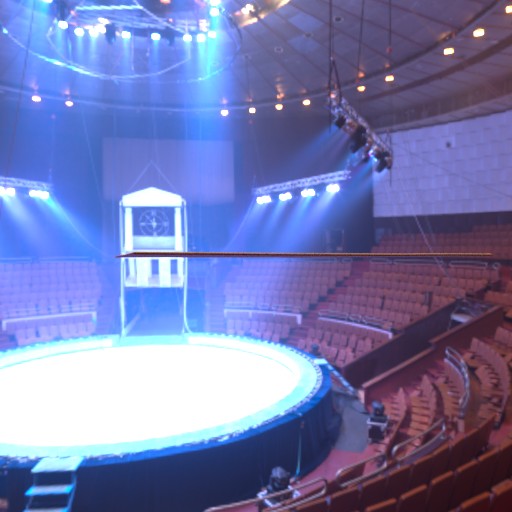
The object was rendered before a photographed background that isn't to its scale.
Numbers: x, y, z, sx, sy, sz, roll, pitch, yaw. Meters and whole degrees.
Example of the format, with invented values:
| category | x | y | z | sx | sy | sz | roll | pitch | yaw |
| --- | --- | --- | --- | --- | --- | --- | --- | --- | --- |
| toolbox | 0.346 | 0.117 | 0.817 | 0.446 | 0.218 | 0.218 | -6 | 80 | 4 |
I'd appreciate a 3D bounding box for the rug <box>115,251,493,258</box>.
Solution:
| category | x | y | z | sx | sy | sz | roll | pitch | yaw |
| --- | --- | --- | --- | --- | --- | --- | --- | --- | --- |
| rug | 0.000 | 0.000 | 4.108 | 2.410 | 0.021 | 3.055 | 0 | 0 | -19 |
